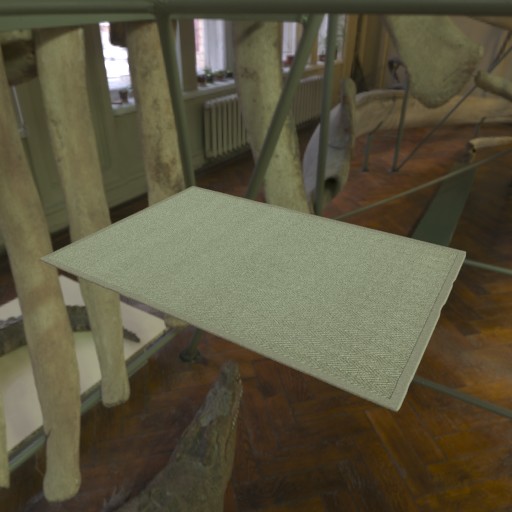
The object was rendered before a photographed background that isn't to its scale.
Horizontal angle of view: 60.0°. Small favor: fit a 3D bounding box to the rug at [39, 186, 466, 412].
[{"bbox_3d":[0.000,0.000,2.854,2.290,0.021,1.540,17,34,27],"label":"rug"}]
